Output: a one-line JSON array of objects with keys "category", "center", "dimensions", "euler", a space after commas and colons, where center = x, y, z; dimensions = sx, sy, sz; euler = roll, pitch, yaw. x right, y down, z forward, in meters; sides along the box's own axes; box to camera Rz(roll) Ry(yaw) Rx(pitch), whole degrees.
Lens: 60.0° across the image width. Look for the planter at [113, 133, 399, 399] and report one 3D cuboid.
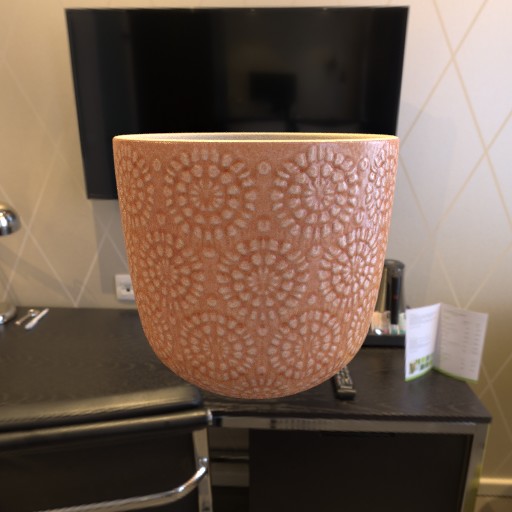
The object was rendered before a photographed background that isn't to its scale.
[{"category": "planter", "center": [0.000, 0.000, 0.362], "dimensions": [0.208, 0.190, 0.208], "euler": [0, 17, 0]}]
